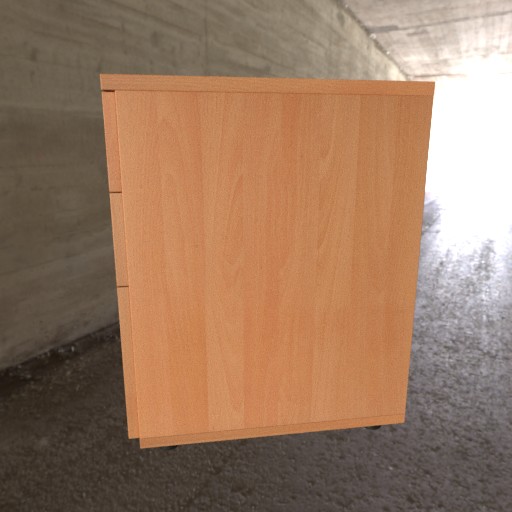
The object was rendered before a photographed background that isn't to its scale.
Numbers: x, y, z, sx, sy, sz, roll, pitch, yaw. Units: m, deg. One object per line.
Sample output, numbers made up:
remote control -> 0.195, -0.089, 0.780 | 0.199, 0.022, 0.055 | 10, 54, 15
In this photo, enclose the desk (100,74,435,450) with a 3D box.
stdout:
desk -> 0.000, 0.000, 1.044 | 0.600, 0.730, 0.404 | -2, 14, -9
